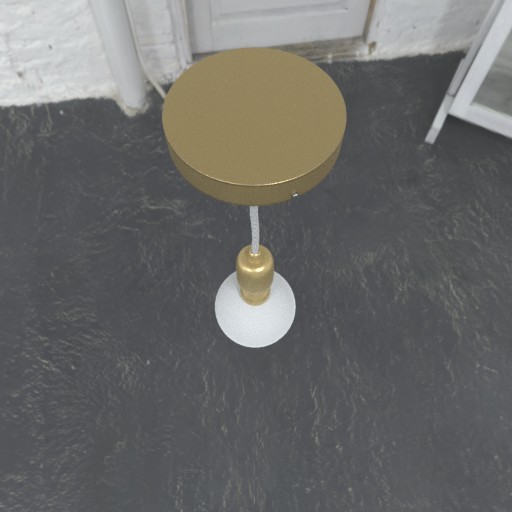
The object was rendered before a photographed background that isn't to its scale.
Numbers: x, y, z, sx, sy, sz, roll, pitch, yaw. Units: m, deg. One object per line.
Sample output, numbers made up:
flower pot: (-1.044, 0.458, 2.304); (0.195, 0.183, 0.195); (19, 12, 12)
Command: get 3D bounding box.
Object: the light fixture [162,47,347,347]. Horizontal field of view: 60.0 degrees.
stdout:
light fixture: (0.000, 0.000, 0.573); (0.146, 0.510, 0.147); (-30, 67, -14)
